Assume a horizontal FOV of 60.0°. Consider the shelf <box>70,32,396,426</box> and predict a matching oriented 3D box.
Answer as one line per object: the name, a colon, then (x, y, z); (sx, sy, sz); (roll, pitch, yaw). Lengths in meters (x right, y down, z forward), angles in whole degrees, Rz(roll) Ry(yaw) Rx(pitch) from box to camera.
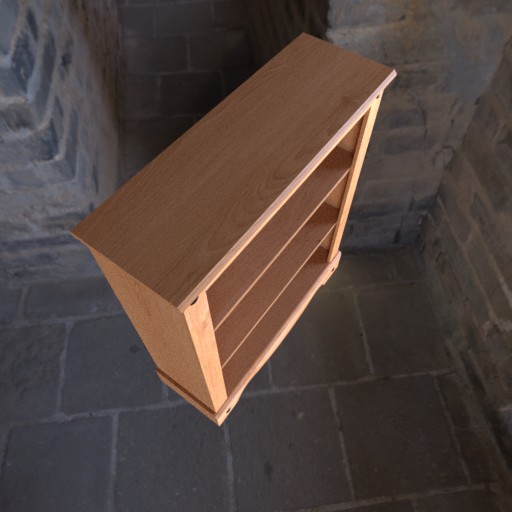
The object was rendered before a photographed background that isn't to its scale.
shelf: (0.000, 0.000, 1.417); (0.291, 0.980, 0.840); (32, 63, 18)
